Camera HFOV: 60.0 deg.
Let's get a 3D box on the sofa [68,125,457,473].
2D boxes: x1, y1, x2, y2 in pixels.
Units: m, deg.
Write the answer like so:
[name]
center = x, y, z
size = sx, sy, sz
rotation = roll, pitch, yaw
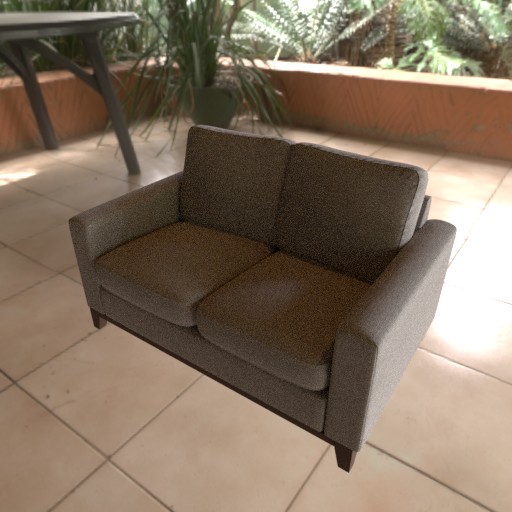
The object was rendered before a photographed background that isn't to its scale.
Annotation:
[sofa]
center = 0.000, 0.000, 1.946
size = 1.420, 0.873, 0.917
rotation = 20, 36, 29
